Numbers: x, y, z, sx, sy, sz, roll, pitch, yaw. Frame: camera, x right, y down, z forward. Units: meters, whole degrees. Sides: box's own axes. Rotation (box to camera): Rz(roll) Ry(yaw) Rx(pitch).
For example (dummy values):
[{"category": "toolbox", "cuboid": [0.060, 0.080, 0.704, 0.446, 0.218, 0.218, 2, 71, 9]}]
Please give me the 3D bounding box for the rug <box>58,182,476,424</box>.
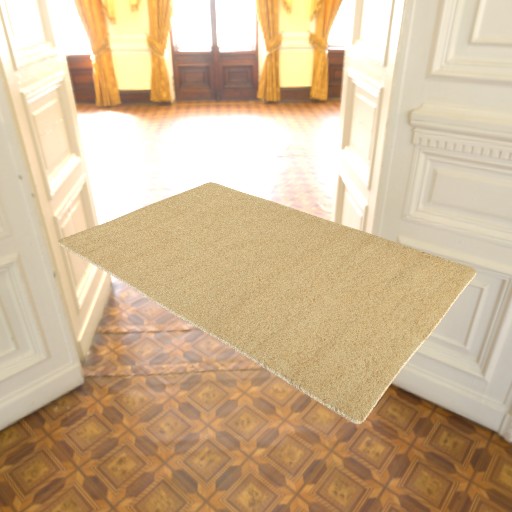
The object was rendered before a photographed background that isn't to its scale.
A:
[{"category": "rug", "cuboid": [0.000, 0.000, 2.907, 2.349, 0.026, 1.500, 23, 38, 34]}]
